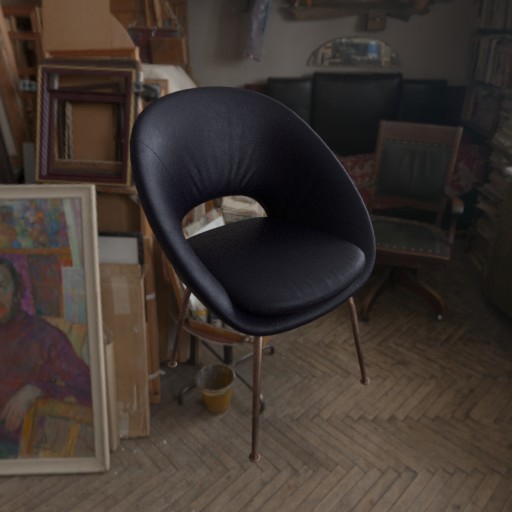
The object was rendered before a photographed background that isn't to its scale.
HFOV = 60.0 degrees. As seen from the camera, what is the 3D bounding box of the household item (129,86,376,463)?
[{"bbox_3d":[0.000,0.000,1.271,0.623,0.852,0.573,-21,35,-33],"label":"household item"}]
